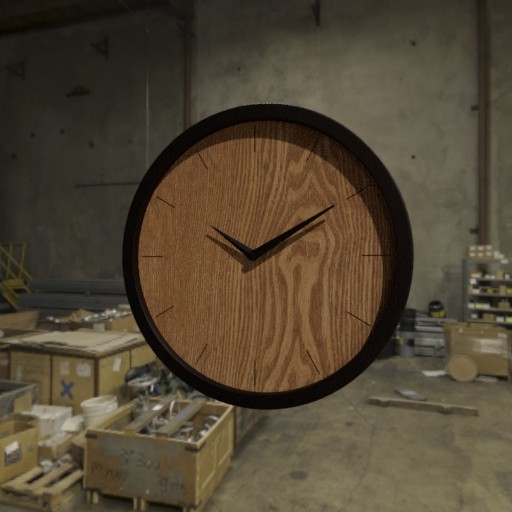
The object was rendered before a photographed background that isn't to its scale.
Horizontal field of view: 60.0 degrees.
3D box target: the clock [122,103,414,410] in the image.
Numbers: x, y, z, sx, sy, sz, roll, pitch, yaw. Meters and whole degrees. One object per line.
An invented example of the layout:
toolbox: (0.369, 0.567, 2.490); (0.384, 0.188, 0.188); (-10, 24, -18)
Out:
clock: (0.000, 0.000, 0.467); (0.314, 0.314, 0.029); (0, -1, 19)
